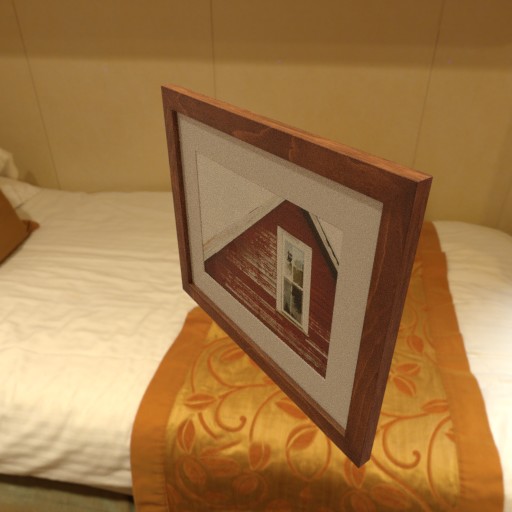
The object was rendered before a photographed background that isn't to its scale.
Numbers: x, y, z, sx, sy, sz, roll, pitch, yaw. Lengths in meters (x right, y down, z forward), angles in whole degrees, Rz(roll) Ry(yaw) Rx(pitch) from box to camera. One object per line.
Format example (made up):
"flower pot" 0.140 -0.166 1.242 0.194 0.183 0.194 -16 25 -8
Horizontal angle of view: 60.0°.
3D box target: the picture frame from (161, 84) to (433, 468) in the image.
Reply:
"picture frame" 0.000 0.000 0.741 0.025 0.457 0.559 -21 37 -30
